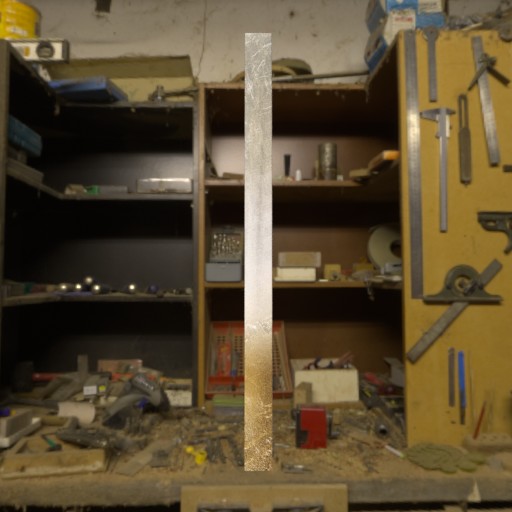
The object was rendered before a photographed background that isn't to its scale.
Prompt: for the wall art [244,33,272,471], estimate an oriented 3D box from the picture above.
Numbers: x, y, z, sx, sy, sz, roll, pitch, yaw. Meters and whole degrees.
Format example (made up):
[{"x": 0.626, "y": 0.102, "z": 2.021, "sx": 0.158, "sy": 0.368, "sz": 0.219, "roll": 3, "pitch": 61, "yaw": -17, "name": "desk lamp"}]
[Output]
[{"x": 0.000, "y": 0.000, "z": 0.921, "sx": 0.038, "sy": 0.610, "sz": 0.610, "roll": 0, "pitch": -2, "yaw": -1, "name": "wall art"}]
